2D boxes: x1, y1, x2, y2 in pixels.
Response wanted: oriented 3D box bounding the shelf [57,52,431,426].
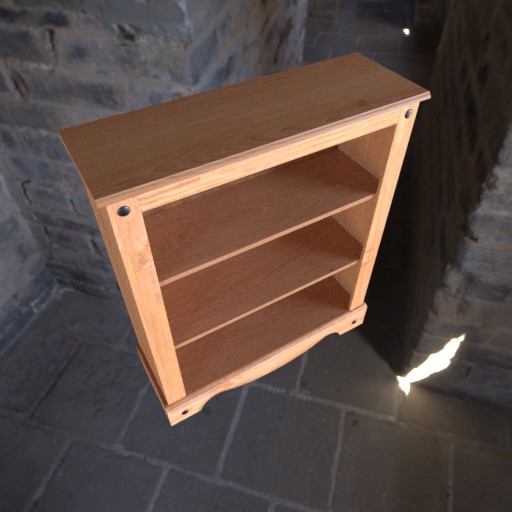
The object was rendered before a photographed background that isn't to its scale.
[{"bbox_3d":[0.000,0.000,1.387,0.840,0.980,0.291,-23,50,-21],"label":"shelf"}]
